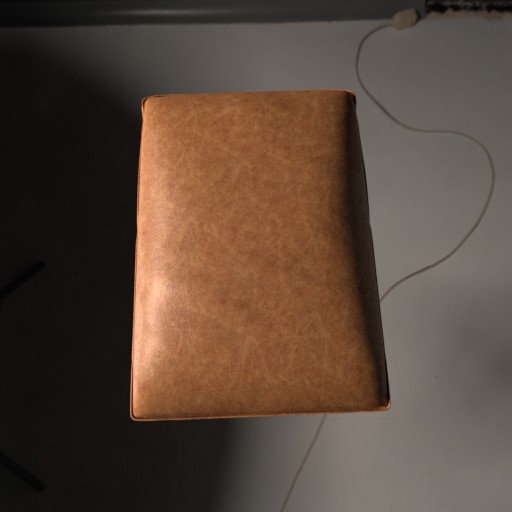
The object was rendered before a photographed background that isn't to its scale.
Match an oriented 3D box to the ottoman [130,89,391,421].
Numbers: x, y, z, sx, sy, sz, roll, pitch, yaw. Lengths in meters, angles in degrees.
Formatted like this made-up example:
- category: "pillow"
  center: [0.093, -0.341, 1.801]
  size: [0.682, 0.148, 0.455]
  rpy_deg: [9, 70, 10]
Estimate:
- category: "ottoman"
  center: [0.000, 0.000, 1.077]
  size: [0.533, 0.480, 0.710]
  rpy_deg: [-2, 75, -1]
